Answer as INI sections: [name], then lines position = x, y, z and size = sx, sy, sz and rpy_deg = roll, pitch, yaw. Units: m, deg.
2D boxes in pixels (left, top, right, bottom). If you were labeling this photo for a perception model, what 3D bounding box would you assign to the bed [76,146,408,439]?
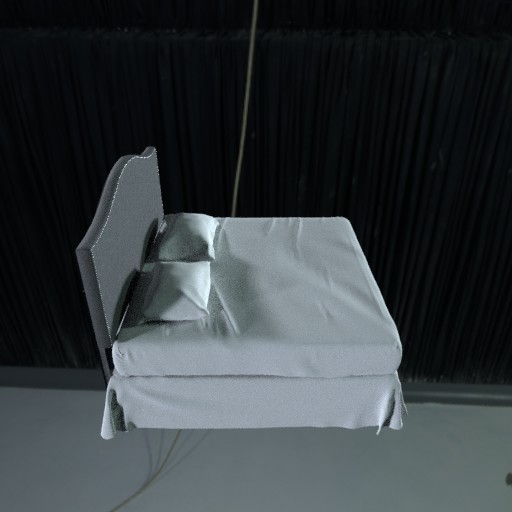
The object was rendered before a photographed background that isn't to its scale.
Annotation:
[bed]
position = 0.000, 0.000, 3.705
size = 2.219, 1.651, 2.314
rpy_deg = 0, 31, 0
